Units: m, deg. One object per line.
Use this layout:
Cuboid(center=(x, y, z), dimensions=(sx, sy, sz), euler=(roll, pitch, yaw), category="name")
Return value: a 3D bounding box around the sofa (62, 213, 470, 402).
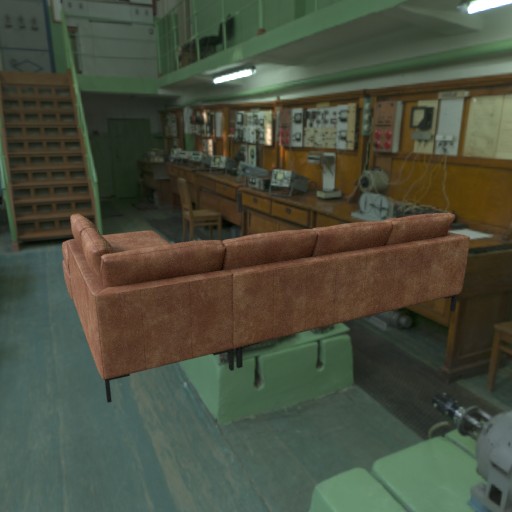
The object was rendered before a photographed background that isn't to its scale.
Cuboid(center=(0.000, 0.000, 3.855), dimensions=(2.984, 0.877, 1.938), euler=(-8, 18, -26), category="sofa")
